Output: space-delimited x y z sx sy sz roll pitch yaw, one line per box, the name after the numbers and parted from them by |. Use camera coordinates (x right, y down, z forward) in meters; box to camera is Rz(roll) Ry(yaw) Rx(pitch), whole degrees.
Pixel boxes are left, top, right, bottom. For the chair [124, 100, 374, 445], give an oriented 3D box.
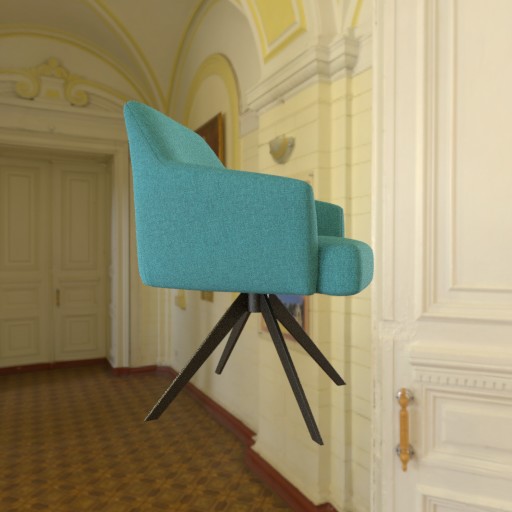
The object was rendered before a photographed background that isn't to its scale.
0.000 0.000 1.336 0.677 0.874 0.642 0 1 18 | chair
